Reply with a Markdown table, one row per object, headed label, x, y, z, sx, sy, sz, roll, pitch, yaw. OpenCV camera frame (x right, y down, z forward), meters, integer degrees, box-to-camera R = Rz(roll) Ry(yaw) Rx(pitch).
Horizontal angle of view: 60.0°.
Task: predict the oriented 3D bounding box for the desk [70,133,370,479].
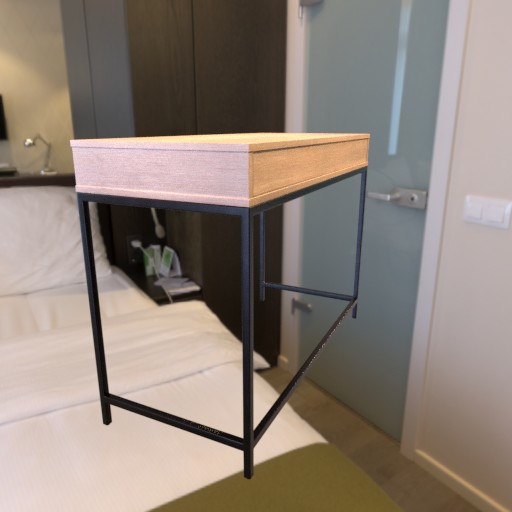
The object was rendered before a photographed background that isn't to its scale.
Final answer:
| label | x | y | z | sx | sy | sz | roll | pitch | yaw |
| --- | --- | --- | --- | --- | --- | --- | --- | --- | --- |
| desk | 0.000 | 0.000 | 1.459 | 0.470 | 0.762 | 1.016 | 8 | 18 | 25 |
